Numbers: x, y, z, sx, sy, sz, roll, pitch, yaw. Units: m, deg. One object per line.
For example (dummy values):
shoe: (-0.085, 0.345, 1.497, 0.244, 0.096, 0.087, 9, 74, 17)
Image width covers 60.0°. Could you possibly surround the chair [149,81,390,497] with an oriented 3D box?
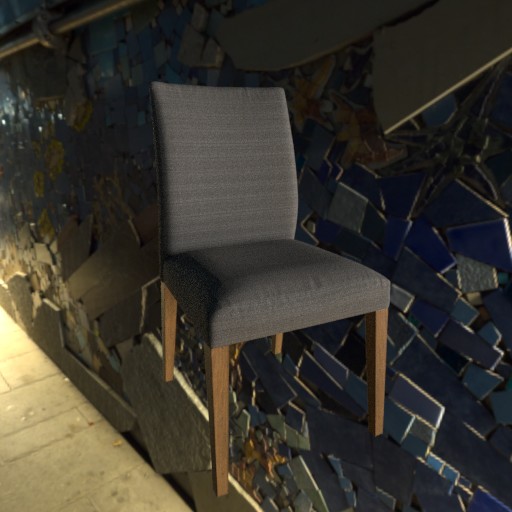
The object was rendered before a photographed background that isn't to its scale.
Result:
chair: (0.000, 0.000, 1.246, 0.496, 0.940, 0.585, -8, 18, -26)
